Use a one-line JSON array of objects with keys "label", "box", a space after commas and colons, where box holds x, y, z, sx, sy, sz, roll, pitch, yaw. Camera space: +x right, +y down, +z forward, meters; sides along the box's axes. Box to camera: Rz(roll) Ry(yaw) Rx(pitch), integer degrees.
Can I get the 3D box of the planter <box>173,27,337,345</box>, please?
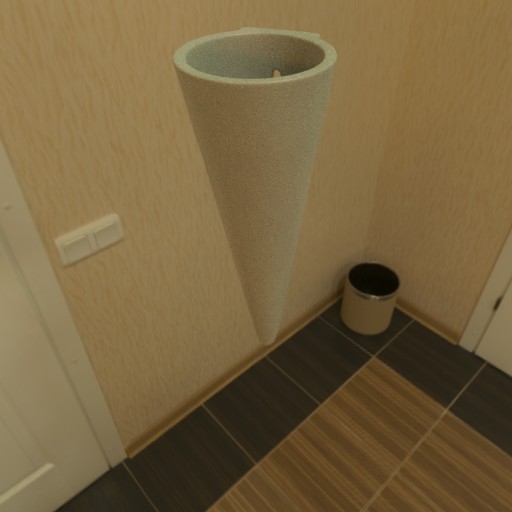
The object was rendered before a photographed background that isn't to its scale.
[{"label": "planter", "box": [0.000, 0.000, 0.220, 0.057, 0.191, 0.064, 12, 42, 14]}]
